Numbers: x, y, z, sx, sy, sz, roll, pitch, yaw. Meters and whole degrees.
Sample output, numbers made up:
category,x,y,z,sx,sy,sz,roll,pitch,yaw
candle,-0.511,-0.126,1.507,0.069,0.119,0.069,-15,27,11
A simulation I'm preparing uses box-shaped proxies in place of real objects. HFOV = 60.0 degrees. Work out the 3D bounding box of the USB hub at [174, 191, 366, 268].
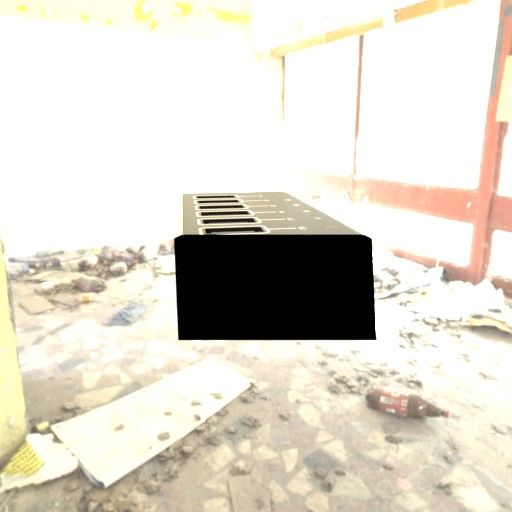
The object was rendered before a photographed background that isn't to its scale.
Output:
category,x,y,z,sx,sy,sz,roll,pitch,yaw
USB hub,0.000,0.000,0.126,0.044,0.023,0.110,-2,16,-9
